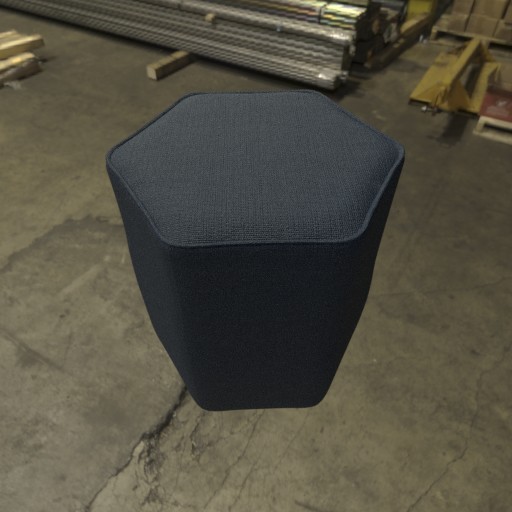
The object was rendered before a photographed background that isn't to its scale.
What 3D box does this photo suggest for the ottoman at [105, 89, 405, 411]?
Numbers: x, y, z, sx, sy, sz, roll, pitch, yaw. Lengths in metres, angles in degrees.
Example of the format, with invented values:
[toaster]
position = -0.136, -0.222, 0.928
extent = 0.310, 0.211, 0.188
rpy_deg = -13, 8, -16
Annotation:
[ottoman]
position = 0.000, 0.000, 0.890
extent = 0.454, 0.505, 0.492
rpy_deg = 24, 50, 21
